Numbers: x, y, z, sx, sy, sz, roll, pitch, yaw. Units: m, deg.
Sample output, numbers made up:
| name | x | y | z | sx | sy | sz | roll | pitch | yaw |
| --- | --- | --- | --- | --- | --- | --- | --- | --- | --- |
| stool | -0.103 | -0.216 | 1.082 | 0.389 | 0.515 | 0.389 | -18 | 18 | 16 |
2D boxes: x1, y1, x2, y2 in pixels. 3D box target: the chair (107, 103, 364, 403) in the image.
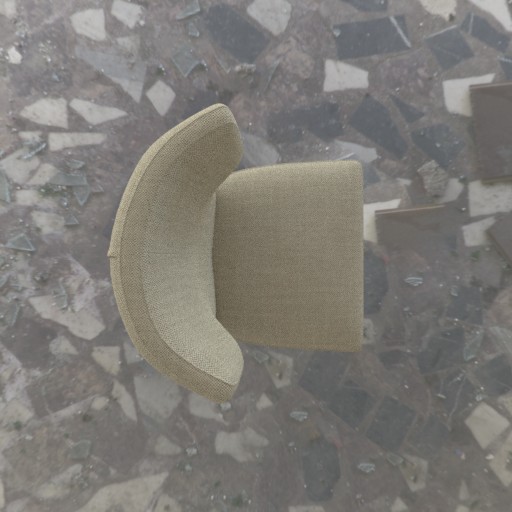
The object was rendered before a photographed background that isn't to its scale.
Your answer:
| name | x | y | z | sx | sy | sz | roll | pitch | yaw |
| --- | --- | --- | --- | --- | --- | --- | --- | --- | --- |
| chair | 0.000 | 0.000 | 1.280 | 0.617 | 0.824 | 0.611 | 0 | 89 | -1 |
